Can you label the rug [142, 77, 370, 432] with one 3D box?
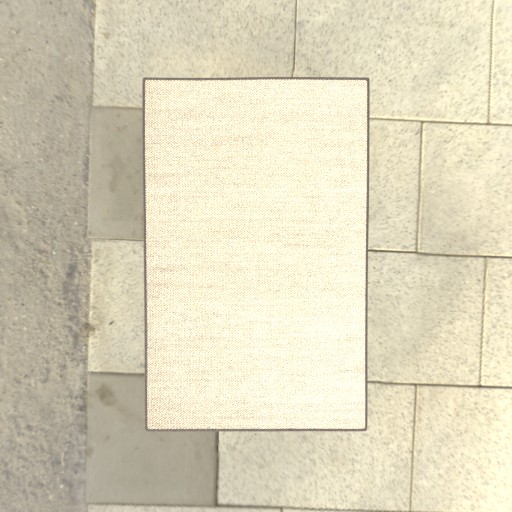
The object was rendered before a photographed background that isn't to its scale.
[{"bbox_3d":[0.000,0.000,2.095,1.067,0.013,1.676,0,91,0],"label":"rug"}]
